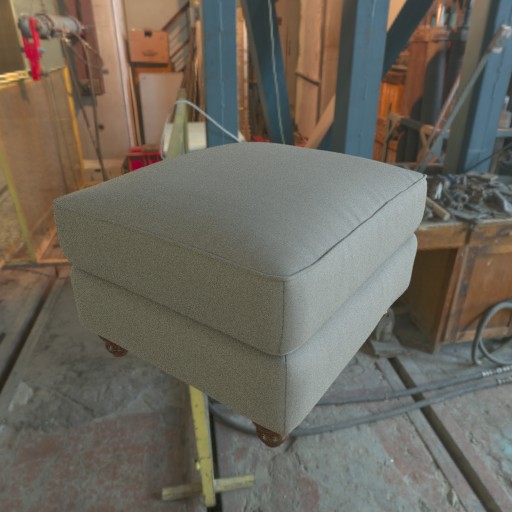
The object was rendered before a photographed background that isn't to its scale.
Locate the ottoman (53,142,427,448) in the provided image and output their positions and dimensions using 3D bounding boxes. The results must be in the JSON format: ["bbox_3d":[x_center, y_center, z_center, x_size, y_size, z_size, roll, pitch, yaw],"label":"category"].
[{"bbox_3d":[0.000,0.000,1.143,0.662,0.505,0.716,18,32,31],"label":"ottoman"}]
